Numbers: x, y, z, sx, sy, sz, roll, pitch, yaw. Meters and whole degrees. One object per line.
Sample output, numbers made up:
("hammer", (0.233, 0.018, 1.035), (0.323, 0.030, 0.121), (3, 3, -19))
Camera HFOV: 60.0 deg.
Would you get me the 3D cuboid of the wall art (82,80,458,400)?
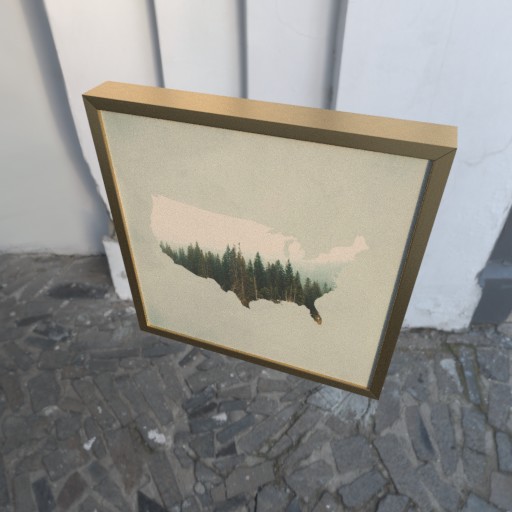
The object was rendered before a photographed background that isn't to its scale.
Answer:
("wall art", (0.000, 0.000, 0.451), (0.304, 0.304, 0.038), (13, 41, 15))
